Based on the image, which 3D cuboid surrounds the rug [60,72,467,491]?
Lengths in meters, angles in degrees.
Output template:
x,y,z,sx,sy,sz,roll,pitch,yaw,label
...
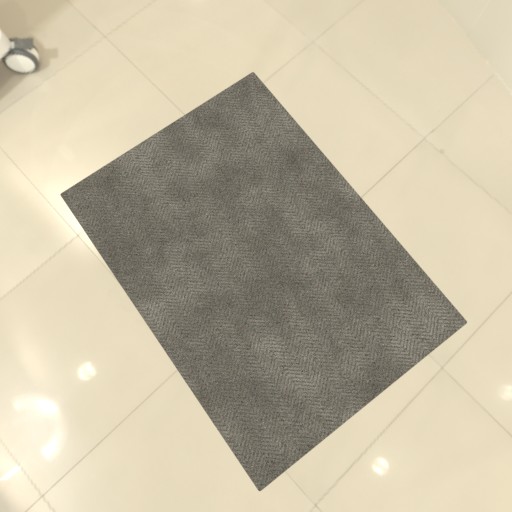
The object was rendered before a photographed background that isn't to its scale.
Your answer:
x,y,z,sx,sy,sz,roll,pitch,yaw,label
0.000,0.000,2.846,1.600,0.008,2.235,-35,78,-9,rug
